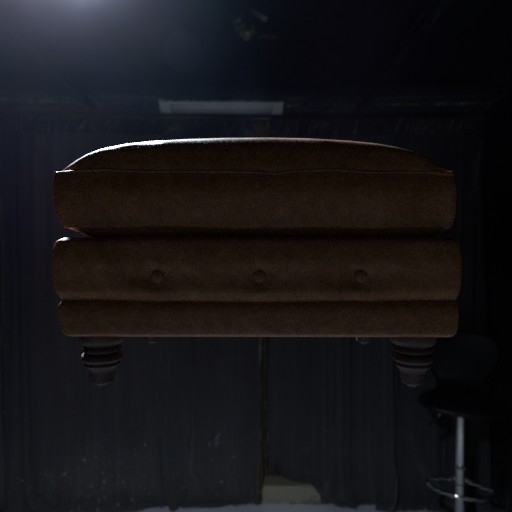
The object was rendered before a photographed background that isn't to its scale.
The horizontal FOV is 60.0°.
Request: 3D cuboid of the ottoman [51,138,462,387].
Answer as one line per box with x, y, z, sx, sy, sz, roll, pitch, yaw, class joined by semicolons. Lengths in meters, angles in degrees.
0.000;0.000;1.013;0.710;0.480;0.533;0;0;1;ottoman
